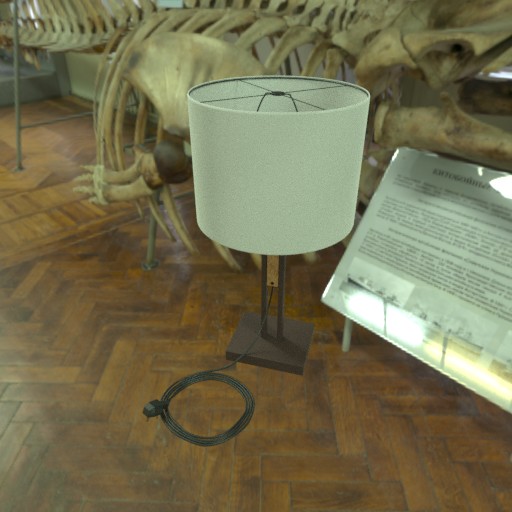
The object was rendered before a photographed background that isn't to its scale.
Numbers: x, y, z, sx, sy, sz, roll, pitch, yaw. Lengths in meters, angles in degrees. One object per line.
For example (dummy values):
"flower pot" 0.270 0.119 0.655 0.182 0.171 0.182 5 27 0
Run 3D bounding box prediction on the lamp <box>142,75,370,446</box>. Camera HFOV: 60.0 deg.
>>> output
"lamp" 0.000 0.000 0.981 0.396 0.668 0.525 8 32 14
